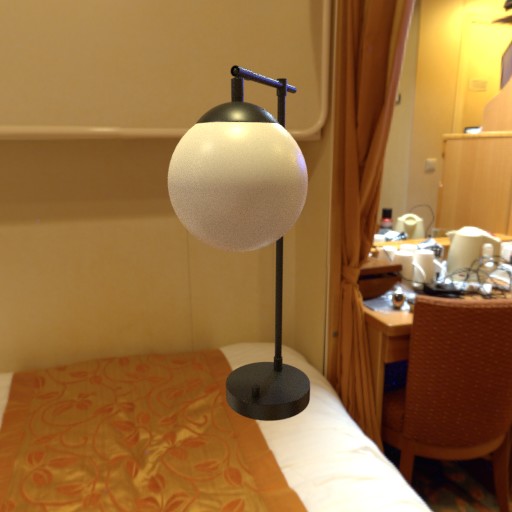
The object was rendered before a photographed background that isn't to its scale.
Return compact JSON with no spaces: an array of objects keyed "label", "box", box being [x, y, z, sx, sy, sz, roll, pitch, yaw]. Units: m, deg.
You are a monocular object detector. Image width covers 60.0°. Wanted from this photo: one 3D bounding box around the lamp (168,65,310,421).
[{"label":"lamp","box":[0.000,0.000,0.711,0.197,0.559,0.316,6,15,24]}]
